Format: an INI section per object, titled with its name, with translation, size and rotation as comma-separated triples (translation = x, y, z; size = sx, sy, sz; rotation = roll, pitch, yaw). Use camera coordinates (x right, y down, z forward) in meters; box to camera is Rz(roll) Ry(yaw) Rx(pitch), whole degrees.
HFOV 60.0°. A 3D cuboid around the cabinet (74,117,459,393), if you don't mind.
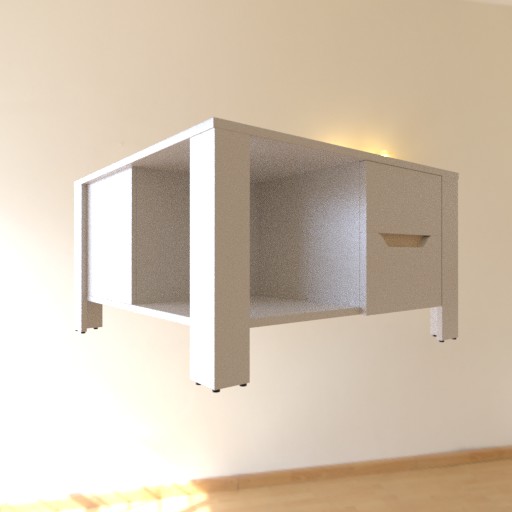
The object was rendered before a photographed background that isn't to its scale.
[cabinet]
translation = 0.000, 0.000, 1.295
size = 0.800, 0.460, 0.800
rotation = 0, 0, -38
